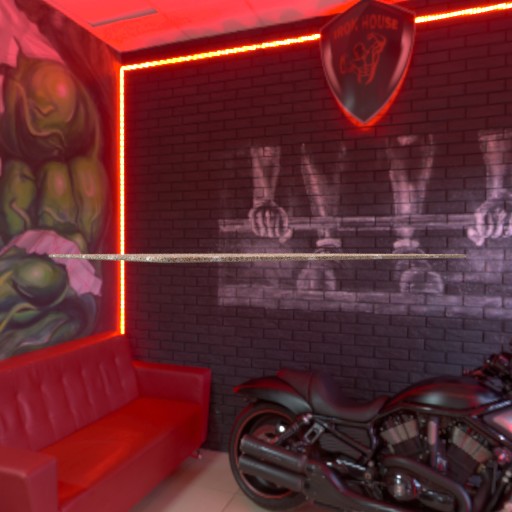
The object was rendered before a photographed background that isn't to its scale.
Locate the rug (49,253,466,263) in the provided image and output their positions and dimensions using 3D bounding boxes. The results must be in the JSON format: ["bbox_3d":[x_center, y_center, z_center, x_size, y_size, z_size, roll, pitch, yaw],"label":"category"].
[{"bbox_3d":[0.000,0.000,4.119,3.047,0.029,2.438,0,1,-38],"label":"rug"}]
